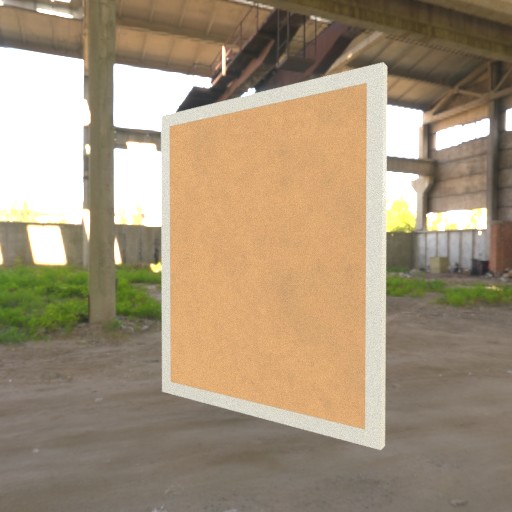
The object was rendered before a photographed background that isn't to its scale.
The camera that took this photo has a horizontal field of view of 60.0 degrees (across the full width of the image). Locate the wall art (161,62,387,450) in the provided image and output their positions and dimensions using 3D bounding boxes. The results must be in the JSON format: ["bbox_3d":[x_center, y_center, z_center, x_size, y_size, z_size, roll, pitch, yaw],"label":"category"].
[{"bbox_3d":[0.000,0.000,1.127,0.661,0.811,0.026,1,1,35],"label":"wall art"}]
